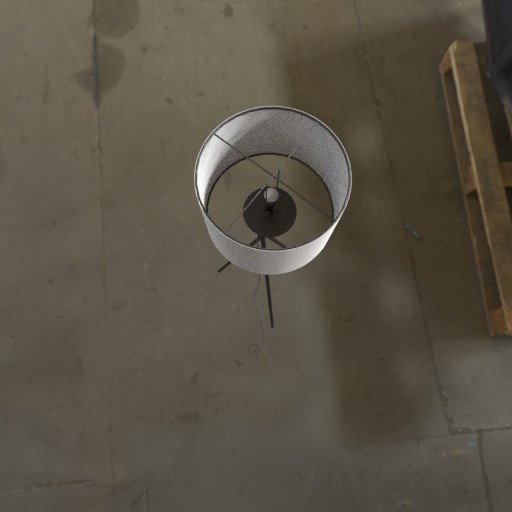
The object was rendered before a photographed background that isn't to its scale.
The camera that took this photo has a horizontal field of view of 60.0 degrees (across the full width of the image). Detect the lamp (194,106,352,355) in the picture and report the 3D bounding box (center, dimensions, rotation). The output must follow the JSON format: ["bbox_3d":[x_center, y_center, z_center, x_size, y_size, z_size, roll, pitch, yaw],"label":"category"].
[{"bbox_3d":[0.000,0.000,1.990,0.522,1.624,0.667,37,78,9],"label":"lamp"}]
